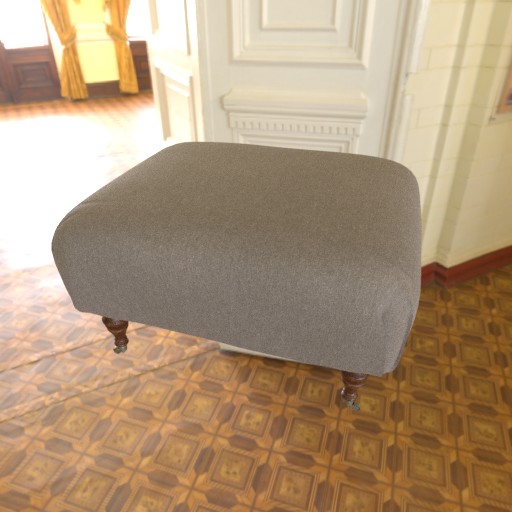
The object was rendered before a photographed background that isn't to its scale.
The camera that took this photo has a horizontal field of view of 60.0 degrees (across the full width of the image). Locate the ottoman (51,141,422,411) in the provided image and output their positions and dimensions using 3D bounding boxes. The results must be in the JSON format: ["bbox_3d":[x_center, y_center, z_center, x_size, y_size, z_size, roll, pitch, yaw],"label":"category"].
[{"bbox_3d":[0.000,0.000,1.110,0.747,0.450,0.622,9,33,15],"label":"ottoman"}]
